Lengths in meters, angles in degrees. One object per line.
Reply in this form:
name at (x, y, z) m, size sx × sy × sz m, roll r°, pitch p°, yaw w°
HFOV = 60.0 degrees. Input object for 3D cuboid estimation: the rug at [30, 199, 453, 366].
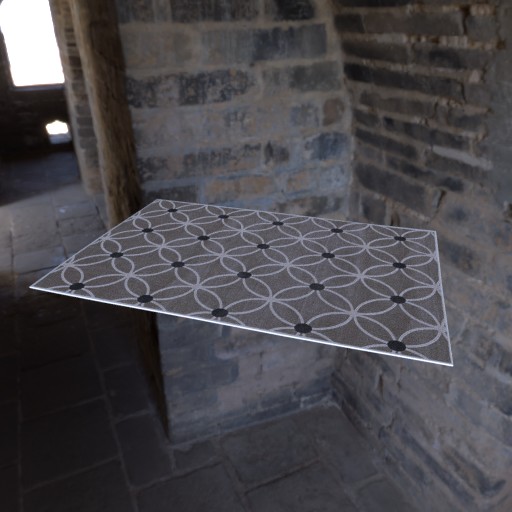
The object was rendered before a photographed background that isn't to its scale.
rug at (0.000, 0.000, 2.894) m, size 2.284 × 0.008 × 1.522 m, roll 8°, pitch 29°, yaw 15°
